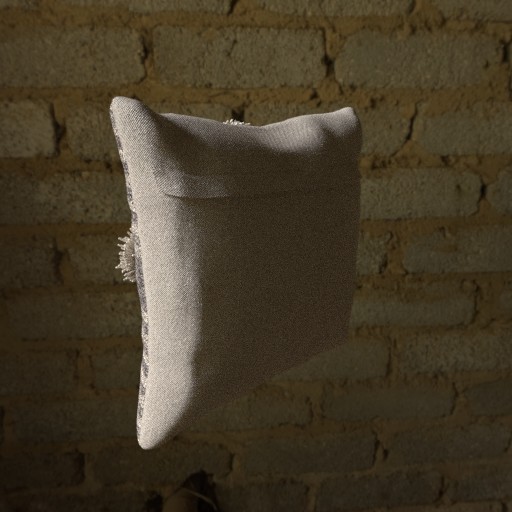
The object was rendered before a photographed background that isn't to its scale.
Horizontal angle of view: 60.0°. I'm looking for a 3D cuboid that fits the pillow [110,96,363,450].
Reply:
[{"bbox_3d":[0.000,0.000,0.747,0.484,0.490,0.234,-15,21,-42],"label":"pillow"}]
